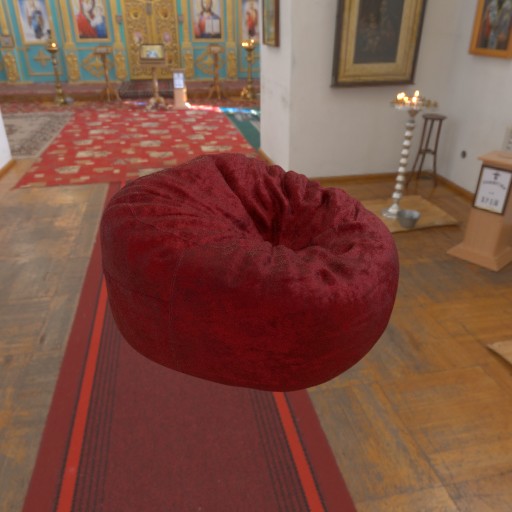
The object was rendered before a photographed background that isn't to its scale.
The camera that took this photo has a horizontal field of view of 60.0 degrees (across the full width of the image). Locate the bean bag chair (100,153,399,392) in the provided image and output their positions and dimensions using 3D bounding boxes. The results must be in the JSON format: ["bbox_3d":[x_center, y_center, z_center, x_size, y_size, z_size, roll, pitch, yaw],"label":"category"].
[{"bbox_3d":[0.000,0.000,2.460,1.524,0.878,1.524,16,31,30],"label":"bean bag chair"}]
